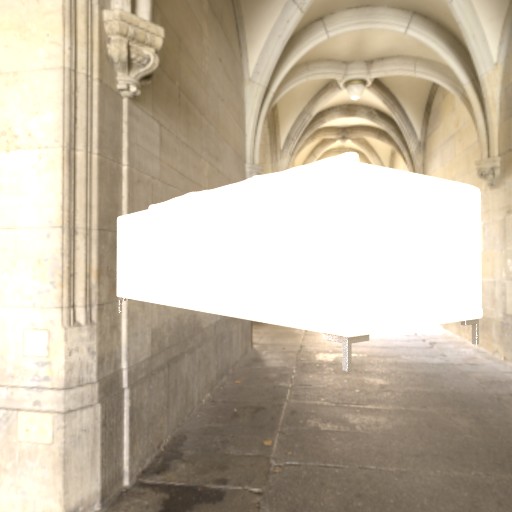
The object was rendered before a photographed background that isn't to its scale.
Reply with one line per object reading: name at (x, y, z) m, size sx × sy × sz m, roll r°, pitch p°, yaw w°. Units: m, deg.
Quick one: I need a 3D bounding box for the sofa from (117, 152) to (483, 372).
sofa at (0.000, 0.000, 2.824) m, size 0.969 × 0.867 × 2.415 m, roll 1°, pitch -1°, yaw -36°
